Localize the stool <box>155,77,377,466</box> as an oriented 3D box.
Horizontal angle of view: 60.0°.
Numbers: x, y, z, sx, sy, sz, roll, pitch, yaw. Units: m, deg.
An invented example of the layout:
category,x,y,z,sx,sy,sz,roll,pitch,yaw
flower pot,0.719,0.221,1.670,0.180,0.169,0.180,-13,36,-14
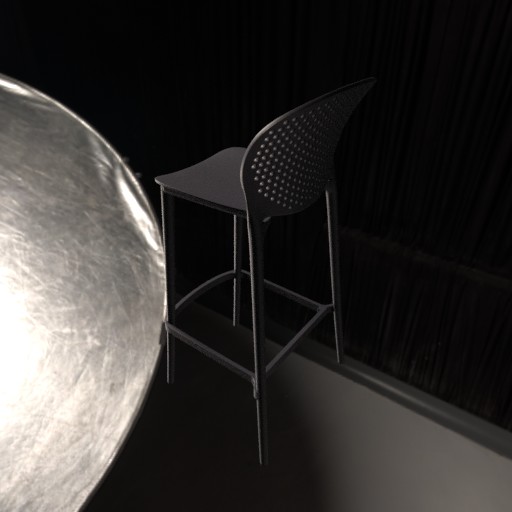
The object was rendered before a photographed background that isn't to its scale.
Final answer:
category,x,y,z,sx,sy,sz,roll,pitch,yaw
stool,0.000,0.000,1.341,0.535,1.045,0.536,21,37,30
